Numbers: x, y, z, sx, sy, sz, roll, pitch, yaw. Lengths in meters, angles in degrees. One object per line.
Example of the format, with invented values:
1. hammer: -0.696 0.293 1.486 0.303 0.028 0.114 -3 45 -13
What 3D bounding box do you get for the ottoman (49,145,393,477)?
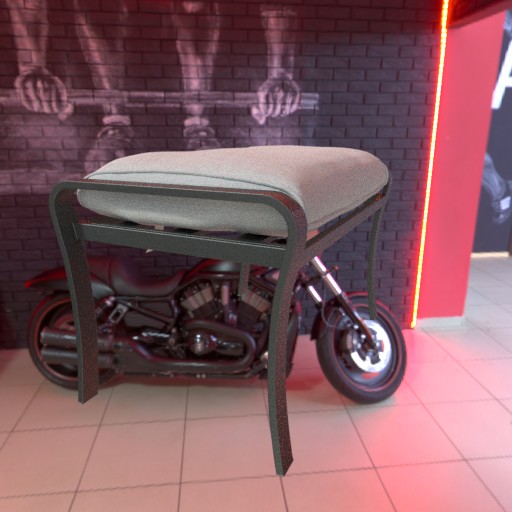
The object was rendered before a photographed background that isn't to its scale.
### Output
1. ottoman: 0.000 0.000 0.888 0.406 0.422 0.610 8 18 25
